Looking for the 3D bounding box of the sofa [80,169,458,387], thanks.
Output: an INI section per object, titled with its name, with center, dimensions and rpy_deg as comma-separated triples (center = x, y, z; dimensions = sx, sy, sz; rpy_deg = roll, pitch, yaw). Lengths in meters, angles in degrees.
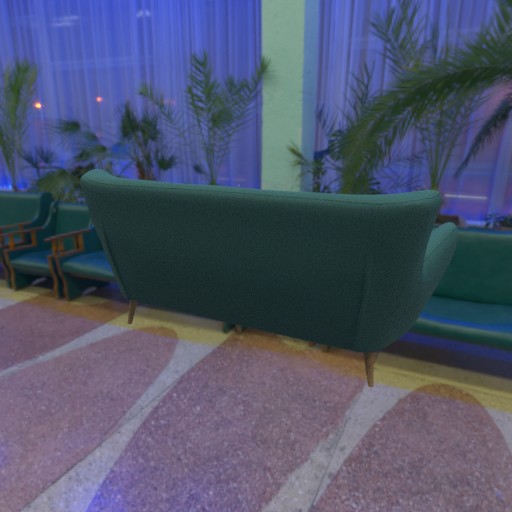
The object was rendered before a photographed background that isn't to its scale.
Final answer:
[sofa]
center = 0.000, 0.000, 2.398
dimensions = 1.930, 0.890, 0.889
rpy_deg = 8, 19, 26
